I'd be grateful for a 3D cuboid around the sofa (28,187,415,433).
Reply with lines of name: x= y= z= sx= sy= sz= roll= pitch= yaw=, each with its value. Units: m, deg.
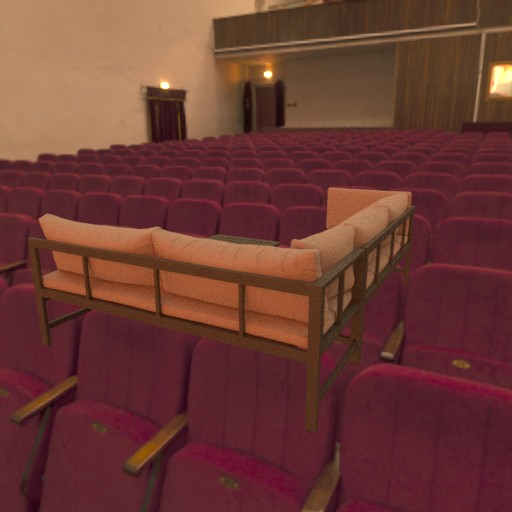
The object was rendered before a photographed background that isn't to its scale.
sofa: x=0.000 y=0.000 z=2.953 sx=1.658 sy=0.758 sz=2.096 roll=8 pitch=18 yaw=27
